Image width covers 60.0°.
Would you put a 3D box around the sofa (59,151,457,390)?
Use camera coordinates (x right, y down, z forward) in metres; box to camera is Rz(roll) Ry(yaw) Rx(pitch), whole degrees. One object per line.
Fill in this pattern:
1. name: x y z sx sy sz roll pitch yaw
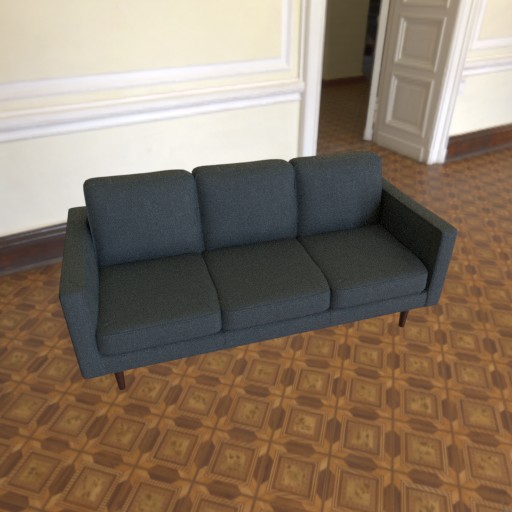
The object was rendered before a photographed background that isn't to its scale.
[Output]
1. sofa: 0.000 0.000 2.588 2.013 0.945 0.935 -9 33 -14
